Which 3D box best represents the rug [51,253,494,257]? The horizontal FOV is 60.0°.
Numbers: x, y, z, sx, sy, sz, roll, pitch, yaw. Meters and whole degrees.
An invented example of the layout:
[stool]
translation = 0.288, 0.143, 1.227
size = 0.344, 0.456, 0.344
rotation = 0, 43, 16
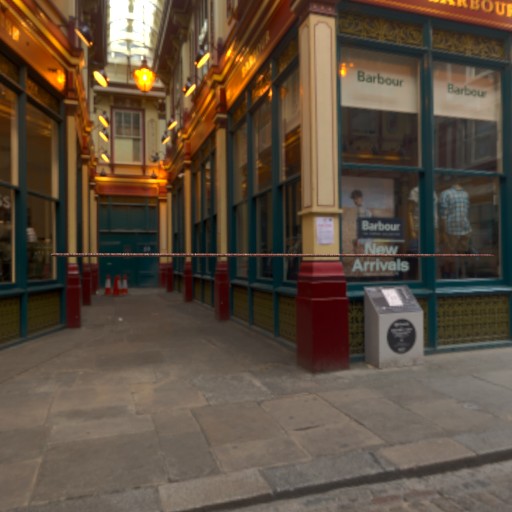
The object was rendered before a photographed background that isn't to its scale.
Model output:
[rug]
translation = 0.000, 0.000, 5.021
size = 3.965, 0.025, 2.803
rotation = 0, 0, -19
